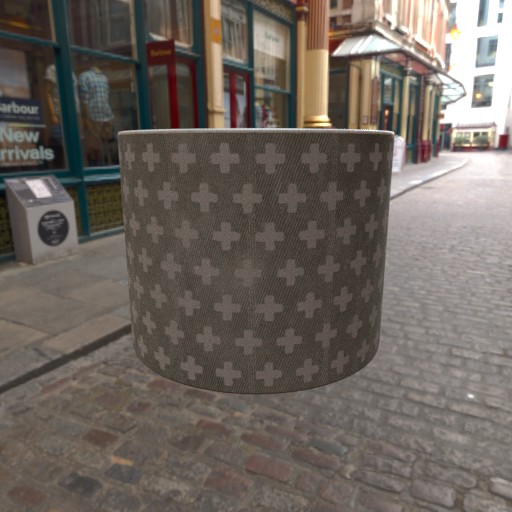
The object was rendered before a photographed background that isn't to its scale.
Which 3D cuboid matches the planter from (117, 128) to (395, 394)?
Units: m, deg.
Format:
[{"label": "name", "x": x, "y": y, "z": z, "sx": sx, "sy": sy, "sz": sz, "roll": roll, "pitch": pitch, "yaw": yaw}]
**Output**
[{"label": "planter", "x": 0.000, "y": 0.000, "z": 0.446, "sx": 0.250, "sy": 0.239, "sz": 0.250, "roll": 0, "pitch": 14, "yaw": 0}]
